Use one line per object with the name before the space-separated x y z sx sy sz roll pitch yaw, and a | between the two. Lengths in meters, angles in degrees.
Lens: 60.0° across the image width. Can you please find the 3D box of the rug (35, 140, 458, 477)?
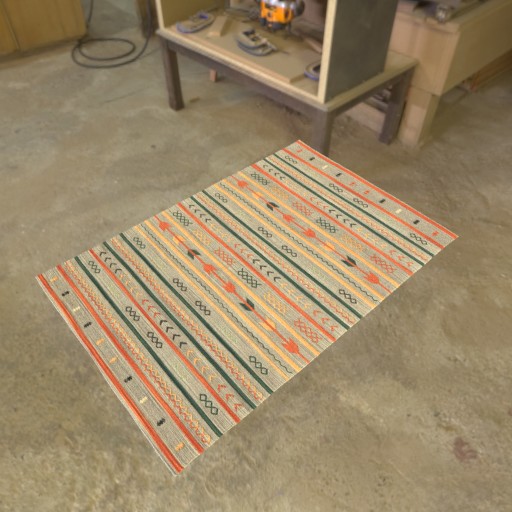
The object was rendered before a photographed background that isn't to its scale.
rug | 0.000 0.000 2.284 1.835 0.017 1.220 -33 56 -26
